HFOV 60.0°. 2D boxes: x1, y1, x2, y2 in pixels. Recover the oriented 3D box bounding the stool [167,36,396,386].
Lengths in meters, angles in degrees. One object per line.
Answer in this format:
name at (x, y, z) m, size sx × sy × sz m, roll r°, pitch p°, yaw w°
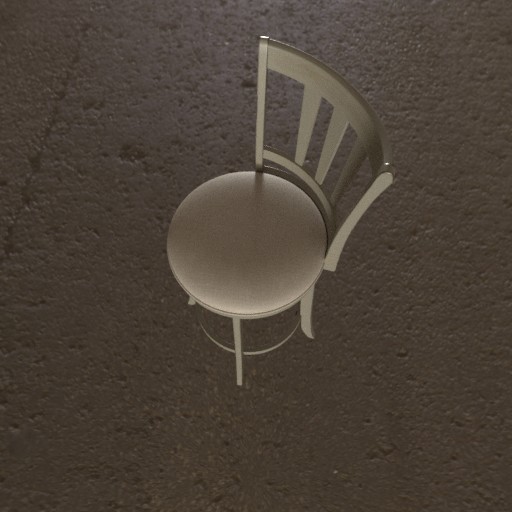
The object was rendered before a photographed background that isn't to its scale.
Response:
stool at (0.000, 0.000, 1.283) m, size 0.475 × 1.042 × 0.436 m, roll -30°, pitch 67°, yaw -14°
